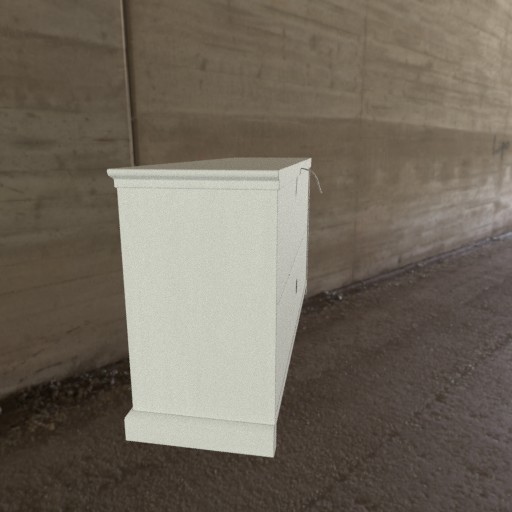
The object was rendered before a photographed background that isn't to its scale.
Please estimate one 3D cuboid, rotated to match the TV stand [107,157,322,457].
[{"bbox_3d":[0.000,0.000,1.492,0.424,0.624,1.187,2,14,10],"label":"TV stand"}]
